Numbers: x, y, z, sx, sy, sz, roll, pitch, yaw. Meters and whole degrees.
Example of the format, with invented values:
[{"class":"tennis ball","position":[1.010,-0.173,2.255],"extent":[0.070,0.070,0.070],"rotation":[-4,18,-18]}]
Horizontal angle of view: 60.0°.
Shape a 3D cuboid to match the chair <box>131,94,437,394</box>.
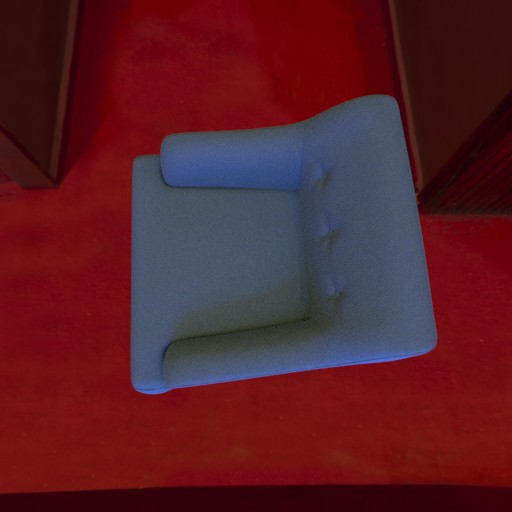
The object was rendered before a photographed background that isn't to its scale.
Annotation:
[{"class":"chair","position":[0.000,0.000,1.665],"extent":[0.951,0.818,0.946],"rotation":[-4,75,-1]}]
